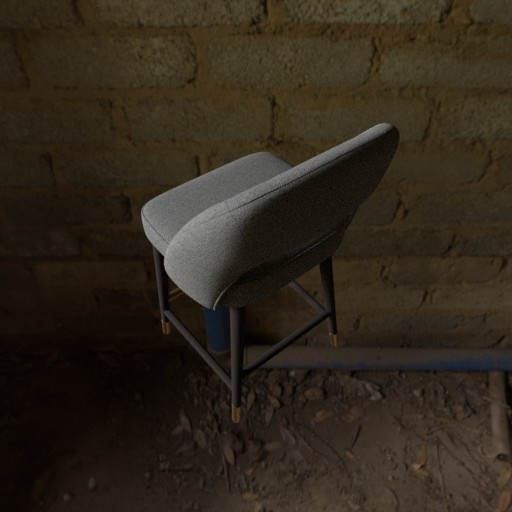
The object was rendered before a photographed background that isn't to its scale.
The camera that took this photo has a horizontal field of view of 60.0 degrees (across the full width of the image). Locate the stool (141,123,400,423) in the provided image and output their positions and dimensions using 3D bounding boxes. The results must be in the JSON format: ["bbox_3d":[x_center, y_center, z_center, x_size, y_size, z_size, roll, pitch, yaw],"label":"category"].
[{"bbox_3d":[0.000,0.000,1.259,0.536,0.925,0.524,-30,53,-26],"label":"stool"}]
